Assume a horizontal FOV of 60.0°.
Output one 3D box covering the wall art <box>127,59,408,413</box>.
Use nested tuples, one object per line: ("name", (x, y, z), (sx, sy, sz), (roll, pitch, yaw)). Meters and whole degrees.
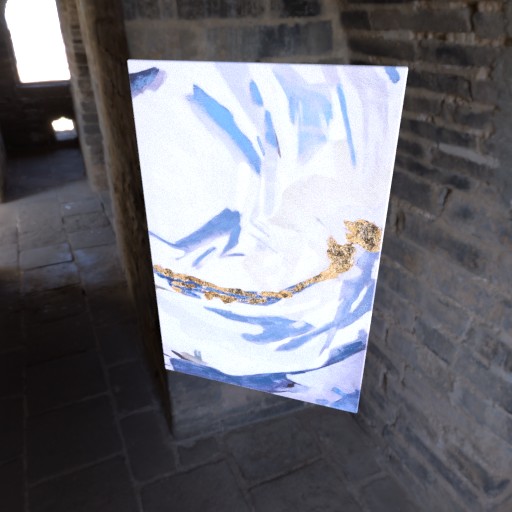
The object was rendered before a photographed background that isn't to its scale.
("wall art", (0.000, 0.000, 1.140), (0.610, 0.914, 0.016), (8, 29, 16))
